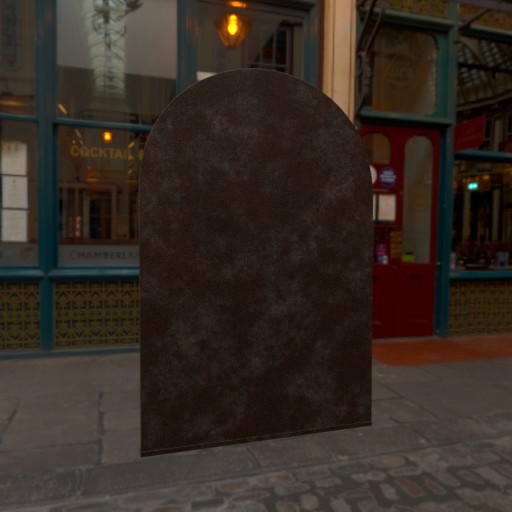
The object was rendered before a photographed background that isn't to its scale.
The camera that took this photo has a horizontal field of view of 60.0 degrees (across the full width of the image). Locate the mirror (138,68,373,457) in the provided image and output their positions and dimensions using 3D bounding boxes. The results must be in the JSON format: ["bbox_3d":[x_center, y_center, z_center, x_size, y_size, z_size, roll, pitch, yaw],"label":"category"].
[{"bbox_3d":[0.000,0.000,0.985,0.510,0.770,0.137,-1,2,-17],"label":"mirror"}]
